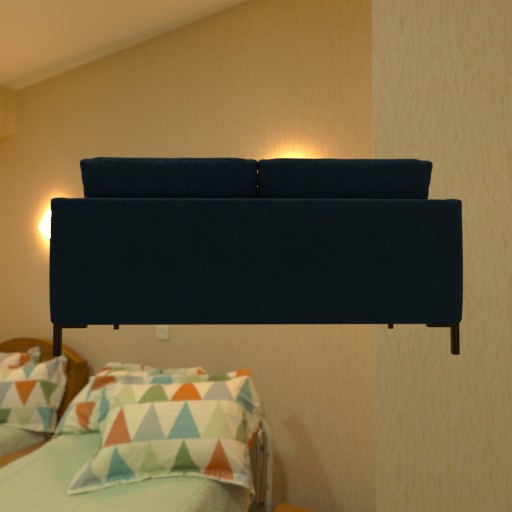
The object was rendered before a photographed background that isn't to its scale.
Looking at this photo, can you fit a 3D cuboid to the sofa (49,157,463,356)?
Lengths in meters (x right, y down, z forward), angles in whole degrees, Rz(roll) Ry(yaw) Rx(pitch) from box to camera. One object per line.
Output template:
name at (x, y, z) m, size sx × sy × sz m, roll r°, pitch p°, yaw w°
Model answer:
sofa at (0.000, 0.000, 2.184) m, size 1.676 × 0.817 × 0.875 m, roll 0°, pitch -2°, yaw -1°
